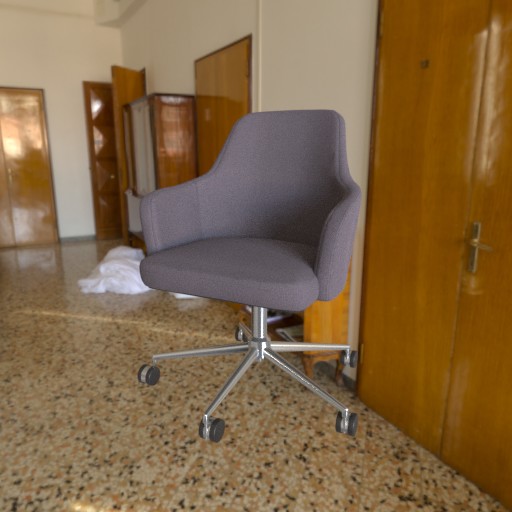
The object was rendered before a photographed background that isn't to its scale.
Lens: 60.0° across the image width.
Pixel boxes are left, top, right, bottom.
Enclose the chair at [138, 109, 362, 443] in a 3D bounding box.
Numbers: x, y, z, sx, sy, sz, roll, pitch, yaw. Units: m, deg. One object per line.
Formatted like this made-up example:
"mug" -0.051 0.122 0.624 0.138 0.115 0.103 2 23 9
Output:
"chair" 0.000 0.000 1.248 0.655 0.820 0.600 7 15 25
